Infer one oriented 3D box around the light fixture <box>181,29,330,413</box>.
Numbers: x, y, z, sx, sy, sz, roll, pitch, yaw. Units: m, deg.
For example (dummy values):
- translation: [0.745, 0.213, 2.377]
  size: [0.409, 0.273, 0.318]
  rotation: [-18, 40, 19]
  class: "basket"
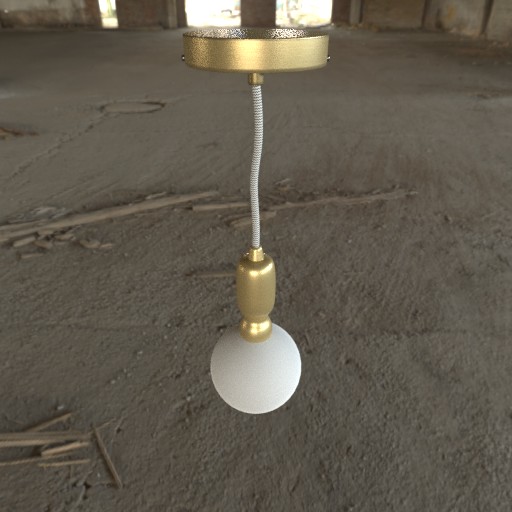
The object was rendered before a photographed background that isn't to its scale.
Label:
- translation: [0.000, 0.000, 0.566]
  size: [0.147, 0.510, 0.146]
  rotation: [1, 30, 1]
  class: "light fixture"
